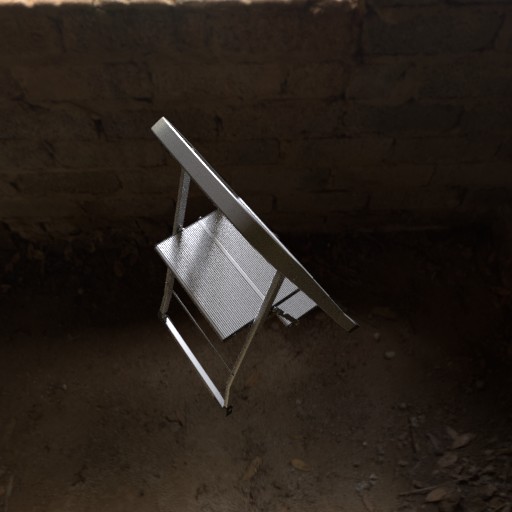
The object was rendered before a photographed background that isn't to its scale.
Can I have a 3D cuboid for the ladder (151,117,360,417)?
[{"bbox_3d":[0.000,0.000,1.152,0.530,0.830,0.465,-32,64,-18],"label":"ladder"}]
